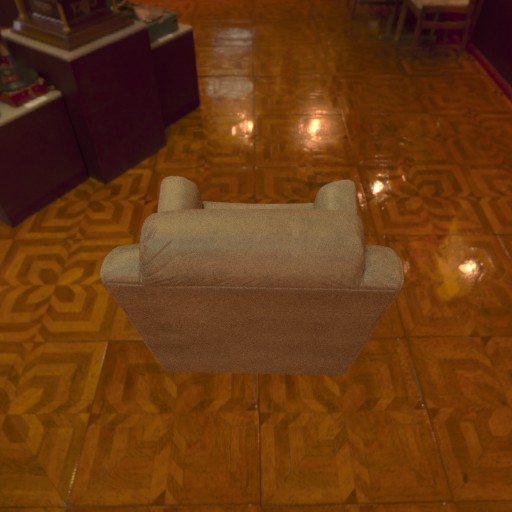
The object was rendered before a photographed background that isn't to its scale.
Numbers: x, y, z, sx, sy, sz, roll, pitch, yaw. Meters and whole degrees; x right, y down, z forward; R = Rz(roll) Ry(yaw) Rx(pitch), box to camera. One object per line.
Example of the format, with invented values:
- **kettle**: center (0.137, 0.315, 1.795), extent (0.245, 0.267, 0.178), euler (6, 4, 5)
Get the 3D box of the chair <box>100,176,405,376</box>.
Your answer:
- **chair**: center (0.000, 0.000, 1.932), extent (0.965, 1.116, 1.068), euler (1, 46, 1)
